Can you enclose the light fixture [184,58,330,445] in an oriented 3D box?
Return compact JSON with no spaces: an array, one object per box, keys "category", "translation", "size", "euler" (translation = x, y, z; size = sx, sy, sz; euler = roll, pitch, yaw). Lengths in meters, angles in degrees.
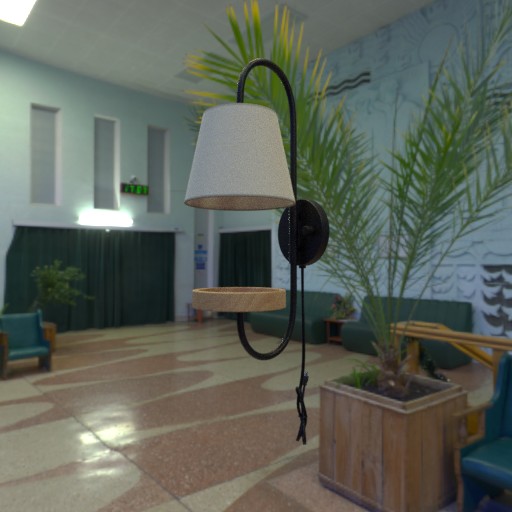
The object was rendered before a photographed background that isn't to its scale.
[{"category":"light fixture","translation":[0.000,0.000,0.904],"size":[0.299,0.821,0.220],"euler":[1,-1,-36]}]
